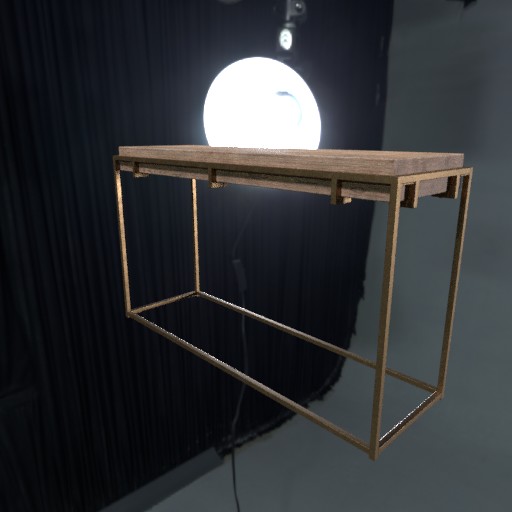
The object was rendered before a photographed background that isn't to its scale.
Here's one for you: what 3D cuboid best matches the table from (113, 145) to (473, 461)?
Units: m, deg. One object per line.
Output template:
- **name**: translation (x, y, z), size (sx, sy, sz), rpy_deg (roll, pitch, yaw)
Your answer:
- **table**: translation (0.000, 0.000, 1.753), size (0.440, 0.820, 1.400), rpy_deg (-14, 21, -42)
